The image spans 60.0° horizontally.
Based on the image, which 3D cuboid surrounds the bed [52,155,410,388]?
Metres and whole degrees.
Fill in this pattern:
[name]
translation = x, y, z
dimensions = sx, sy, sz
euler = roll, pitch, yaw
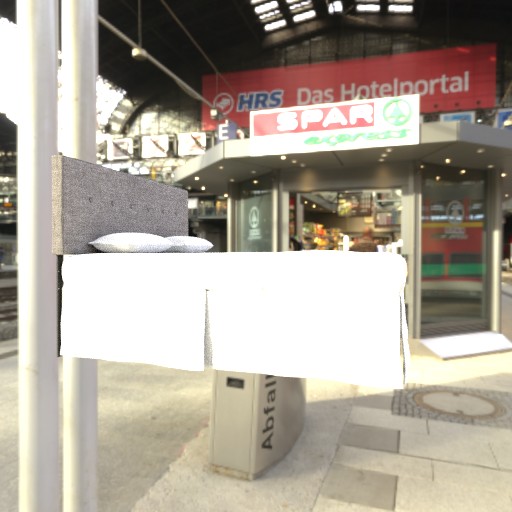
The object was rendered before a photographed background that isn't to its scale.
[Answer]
[bed]
translation = 0.000, 0.000, 2.998
dimensions = 1.958, 1.168, 1.621
euler = 0, 1, 18
